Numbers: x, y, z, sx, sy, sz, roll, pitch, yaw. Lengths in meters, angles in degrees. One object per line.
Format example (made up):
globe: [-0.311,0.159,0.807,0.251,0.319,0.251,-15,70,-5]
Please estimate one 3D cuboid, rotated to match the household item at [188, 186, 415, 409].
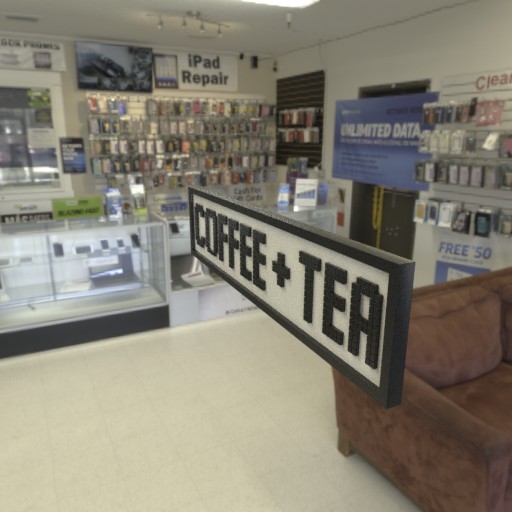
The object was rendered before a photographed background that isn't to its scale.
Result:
household item: [0.000,0.000,1.096,0.030,0.236,1.001,-7,17,-24]
